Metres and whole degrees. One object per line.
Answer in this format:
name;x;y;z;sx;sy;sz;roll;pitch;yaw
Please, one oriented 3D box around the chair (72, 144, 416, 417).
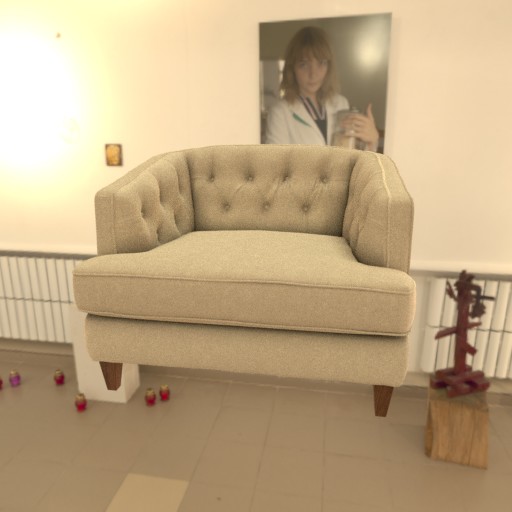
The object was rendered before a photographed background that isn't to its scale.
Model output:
chair;0.000;0.000;1.771;1.104;0.852;0.941;3;15;9
